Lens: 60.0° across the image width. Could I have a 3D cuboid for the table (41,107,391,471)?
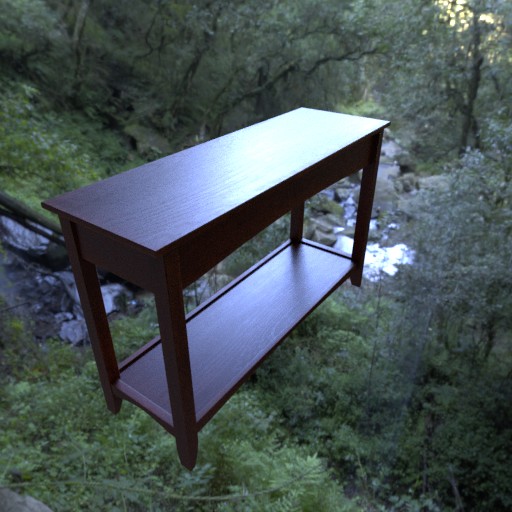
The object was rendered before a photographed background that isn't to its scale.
[{"bbox_3d":[0.000,0.000,1.542,0.392,0.739,1.188,21,37,30],"label":"table"}]
